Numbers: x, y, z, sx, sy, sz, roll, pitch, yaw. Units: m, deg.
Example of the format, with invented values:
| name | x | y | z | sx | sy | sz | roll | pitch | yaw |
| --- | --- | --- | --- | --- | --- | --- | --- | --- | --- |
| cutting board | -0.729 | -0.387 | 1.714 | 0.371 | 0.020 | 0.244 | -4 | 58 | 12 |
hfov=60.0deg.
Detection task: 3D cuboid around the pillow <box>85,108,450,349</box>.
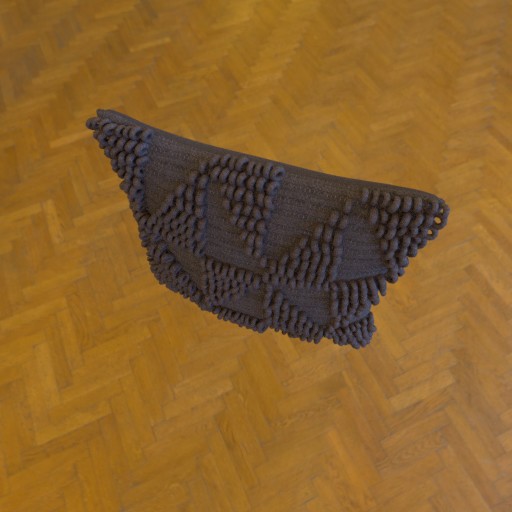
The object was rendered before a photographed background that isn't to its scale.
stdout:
| name | x | y | z | sx | sy | sz | roll | pitch | yaw |
| --- | --- | --- | --- | --- | --- | --- | --- | --- | --- |
| pillow | 0.000 | 0.000 | 0.728 | 0.470 | 0.467 | 0.172 | 16 | 60 | 10 |
